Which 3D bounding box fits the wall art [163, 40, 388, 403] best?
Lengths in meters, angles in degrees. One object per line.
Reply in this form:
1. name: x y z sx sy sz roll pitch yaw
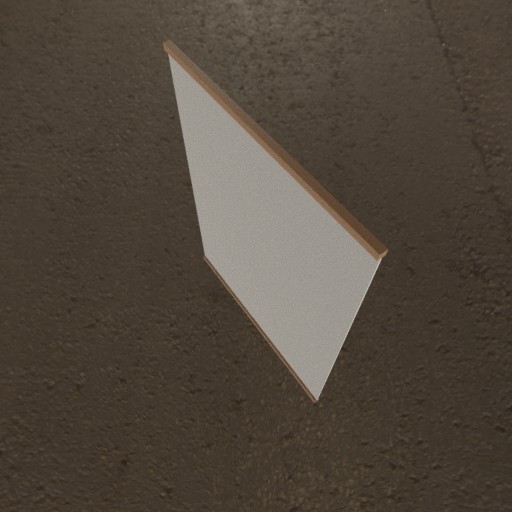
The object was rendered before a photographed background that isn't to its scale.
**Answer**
1. wall art: 0.000 0.000 0.818 0.012 0.608 0.459 -31 63 -18
